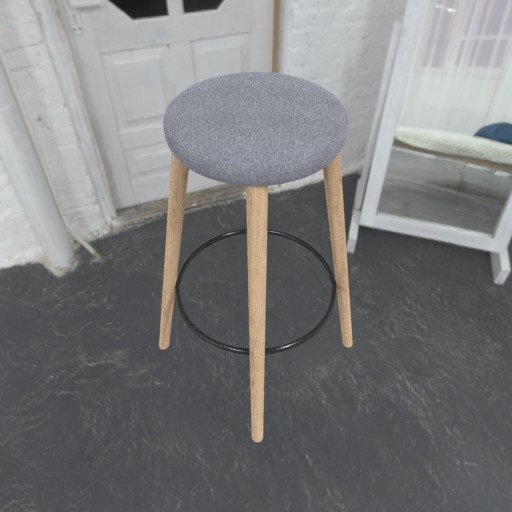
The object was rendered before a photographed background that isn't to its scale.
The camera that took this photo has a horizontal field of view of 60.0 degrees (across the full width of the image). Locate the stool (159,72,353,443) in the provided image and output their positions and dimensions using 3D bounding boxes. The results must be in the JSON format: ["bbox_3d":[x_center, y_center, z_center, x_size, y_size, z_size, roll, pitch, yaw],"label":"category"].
[{"bbox_3d":[0.000,0.000,1.028,0.410,0.770,0.410,35,56,29],"label":"stool"}]
